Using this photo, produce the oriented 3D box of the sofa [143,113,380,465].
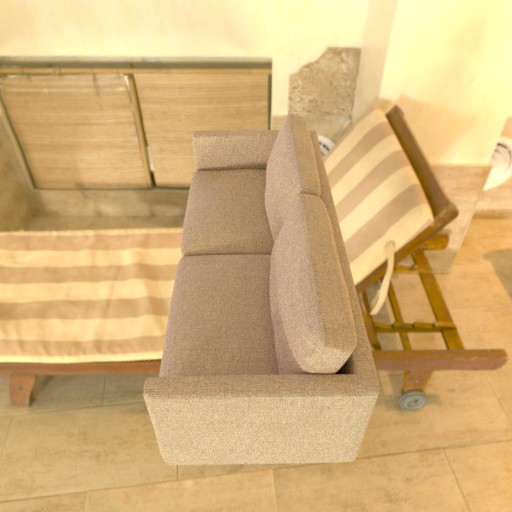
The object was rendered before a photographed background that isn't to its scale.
[{"bbox_3d":[0.000,0.000,2.683,0.951,0.965,2.208,-1,42,-1],"label":"sofa"}]
